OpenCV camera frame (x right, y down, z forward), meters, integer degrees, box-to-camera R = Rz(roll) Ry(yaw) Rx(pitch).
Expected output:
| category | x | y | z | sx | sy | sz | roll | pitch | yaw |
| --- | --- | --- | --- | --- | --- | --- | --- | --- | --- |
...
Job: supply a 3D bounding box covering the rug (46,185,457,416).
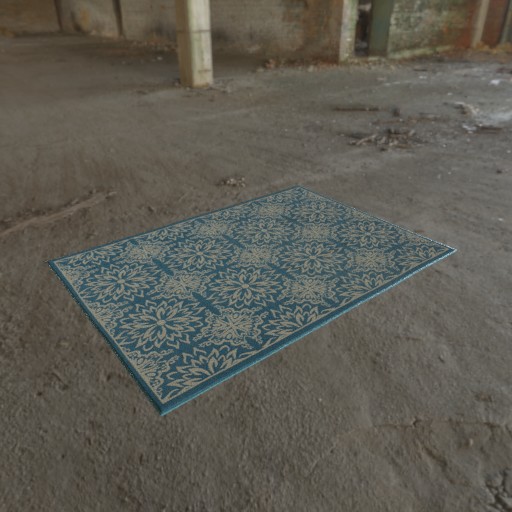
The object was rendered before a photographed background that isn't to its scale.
| category | x | y | z | sx | sy | sz | roll | pitch | yaw |
| --- | --- | --- | --- | --- | --- | --- | --- | --- | --- |
| rug | 0.000 | 0.000 | 2.897 | 2.205 | 0.012 | 1.554 | -21 | 36 | -33 |
